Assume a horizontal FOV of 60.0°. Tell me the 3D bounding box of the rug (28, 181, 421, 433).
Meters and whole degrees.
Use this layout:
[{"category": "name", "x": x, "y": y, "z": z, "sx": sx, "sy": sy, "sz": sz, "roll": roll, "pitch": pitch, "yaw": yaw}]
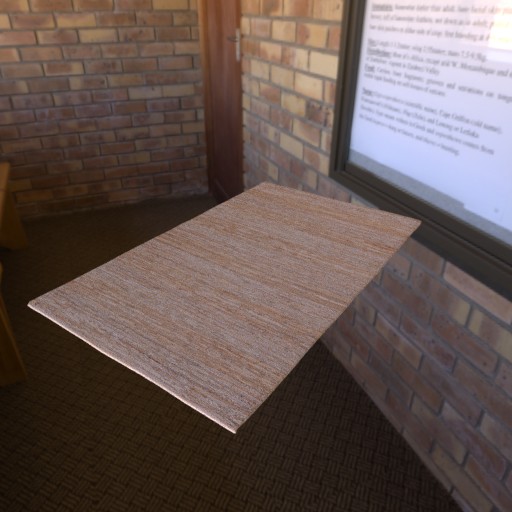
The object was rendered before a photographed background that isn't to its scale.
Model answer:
[{"category": "rug", "x": 0.000, "y": 0.000, "z": 3.034, "sx": 1.529, "sy": 0.009, "sz": 2.446, "roll": 19, "pitch": 35, "yaw": 30}]
